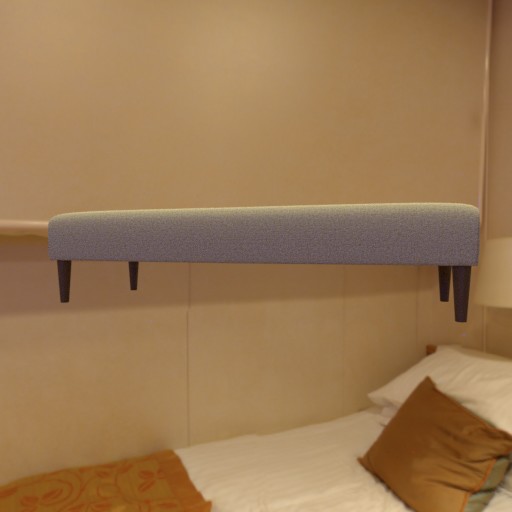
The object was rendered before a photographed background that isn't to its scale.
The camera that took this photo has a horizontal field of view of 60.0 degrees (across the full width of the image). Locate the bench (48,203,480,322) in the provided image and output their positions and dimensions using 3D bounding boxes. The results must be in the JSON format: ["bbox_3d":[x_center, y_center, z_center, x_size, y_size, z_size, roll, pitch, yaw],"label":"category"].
[{"bbox_3d":[0.000,0.000,1.844,1.598,0.383,0.631,1,2,18],"label":"bench"}]
